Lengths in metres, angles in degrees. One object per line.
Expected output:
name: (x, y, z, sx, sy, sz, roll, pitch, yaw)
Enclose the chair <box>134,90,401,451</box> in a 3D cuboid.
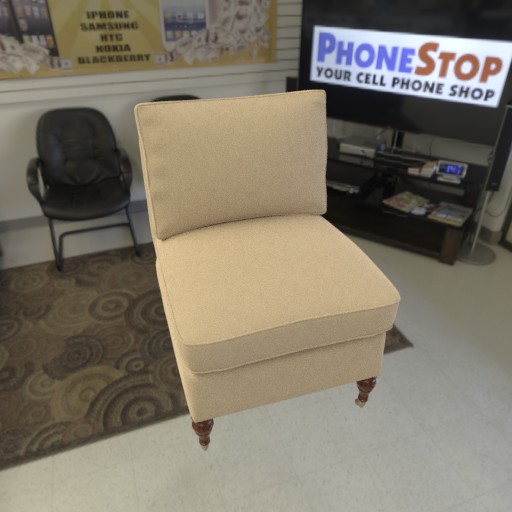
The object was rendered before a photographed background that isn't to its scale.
chair: (0.000, 0.000, 1.662, 0.724, 1.052, 0.912, -10, 34, -14)
